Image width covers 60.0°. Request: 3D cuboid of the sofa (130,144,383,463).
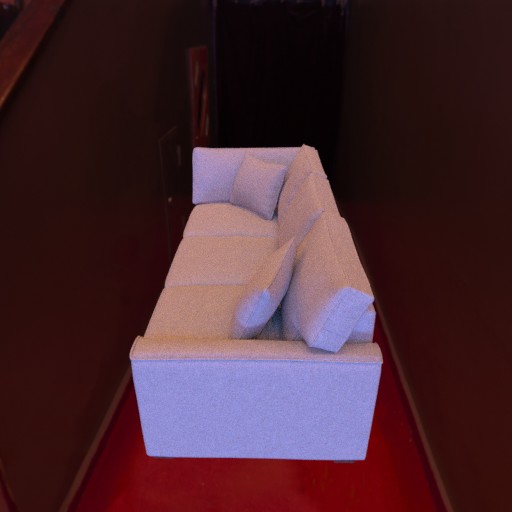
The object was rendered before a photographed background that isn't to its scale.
[{"bbox_3d":[0.000,0.000,2.820,1.061,0.962,2.317,1,28,1],"label":"sofa"}]
